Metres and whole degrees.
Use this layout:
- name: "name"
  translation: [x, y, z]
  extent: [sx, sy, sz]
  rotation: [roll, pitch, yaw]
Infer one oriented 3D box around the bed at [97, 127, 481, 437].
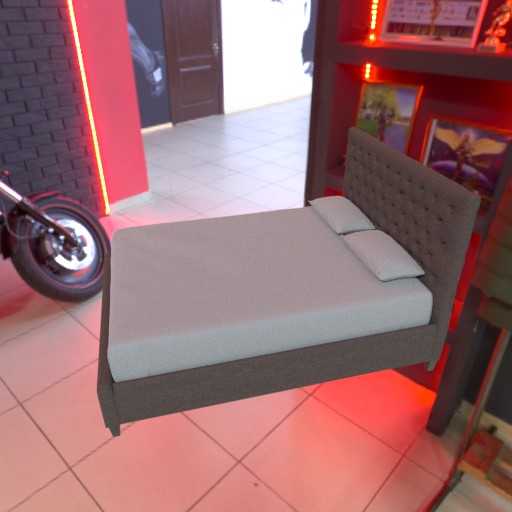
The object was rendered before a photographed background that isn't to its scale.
- name: "bed"
  translation: [0.000, 0.000, 3.414]
  extent: [2.387, 1.427, 1.698]
  rotation: [-8, 31, -13]
